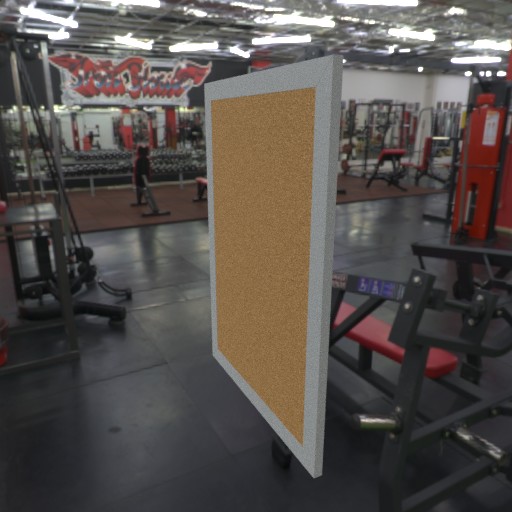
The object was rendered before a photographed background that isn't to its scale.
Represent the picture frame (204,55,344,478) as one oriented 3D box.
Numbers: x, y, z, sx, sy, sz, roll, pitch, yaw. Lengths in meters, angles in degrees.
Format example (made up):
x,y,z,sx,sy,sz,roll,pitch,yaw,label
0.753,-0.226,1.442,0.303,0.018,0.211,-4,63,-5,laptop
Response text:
x,y,z,sx,sy,sz,roll,pitch,yaw,label
0.000,0.000,0.599,0.011,0.459,0.326,-8,18,-26,picture frame
